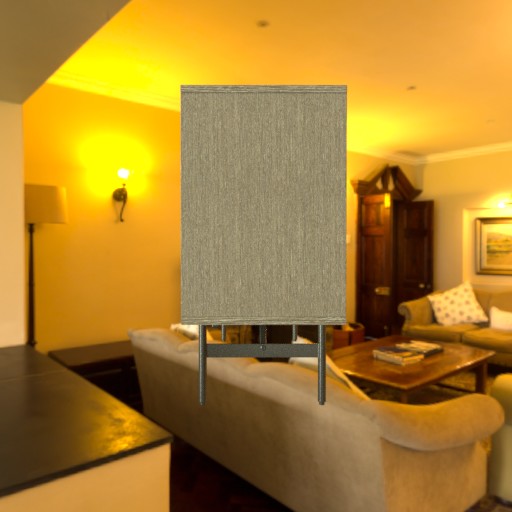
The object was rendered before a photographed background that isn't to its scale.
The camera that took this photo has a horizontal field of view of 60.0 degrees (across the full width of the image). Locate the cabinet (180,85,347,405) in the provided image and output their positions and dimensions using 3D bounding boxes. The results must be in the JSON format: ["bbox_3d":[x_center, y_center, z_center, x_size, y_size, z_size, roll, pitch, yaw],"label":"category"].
[{"bbox_3d":[0.000,0.000,1.593,0.405,0.787,1.194,0,1,0],"label":"cabinet"}]
